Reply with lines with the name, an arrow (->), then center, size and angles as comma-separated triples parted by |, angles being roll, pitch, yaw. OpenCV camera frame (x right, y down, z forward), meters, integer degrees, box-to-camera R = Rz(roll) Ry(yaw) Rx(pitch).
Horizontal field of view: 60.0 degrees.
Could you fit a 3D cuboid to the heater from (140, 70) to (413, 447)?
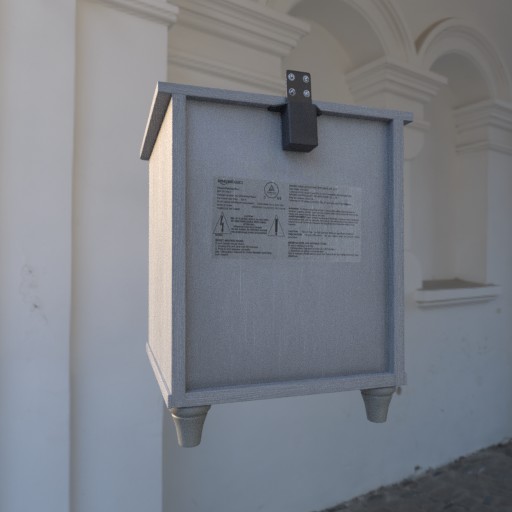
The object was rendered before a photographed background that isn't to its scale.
heater -> 0.000, 0.000, 0.751 | 0.362, 0.481, 0.400 | 0, -1, -18
